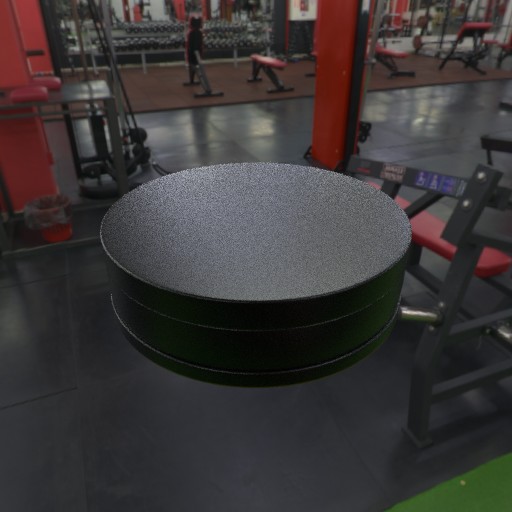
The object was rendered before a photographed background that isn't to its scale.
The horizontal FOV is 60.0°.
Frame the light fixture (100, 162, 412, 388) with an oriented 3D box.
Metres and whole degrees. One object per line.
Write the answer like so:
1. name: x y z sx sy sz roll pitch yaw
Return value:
1. light fixture: 0.000 0.000 0.439 0.283 0.097 0.283 0 31 0
